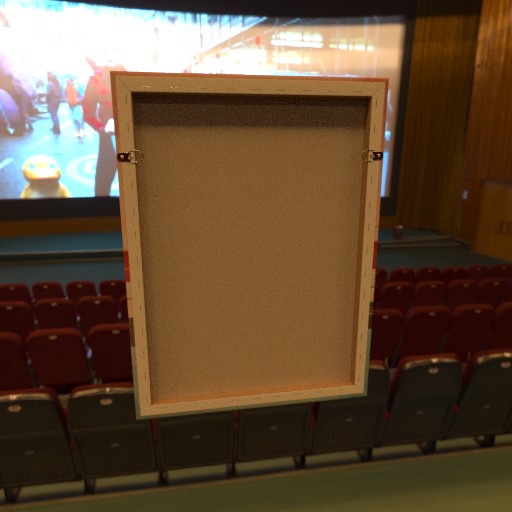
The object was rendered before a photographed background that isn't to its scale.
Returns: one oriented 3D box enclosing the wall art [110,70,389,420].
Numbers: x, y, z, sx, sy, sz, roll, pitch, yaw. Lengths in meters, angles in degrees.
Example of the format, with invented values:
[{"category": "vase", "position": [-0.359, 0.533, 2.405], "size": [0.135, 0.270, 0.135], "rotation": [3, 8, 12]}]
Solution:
[{"category": "wall art", "position": [0.000, 0.000, 1.333], "size": [0.761, 1.016, 0.039], "rotation": [-3, 15, -10]}]
